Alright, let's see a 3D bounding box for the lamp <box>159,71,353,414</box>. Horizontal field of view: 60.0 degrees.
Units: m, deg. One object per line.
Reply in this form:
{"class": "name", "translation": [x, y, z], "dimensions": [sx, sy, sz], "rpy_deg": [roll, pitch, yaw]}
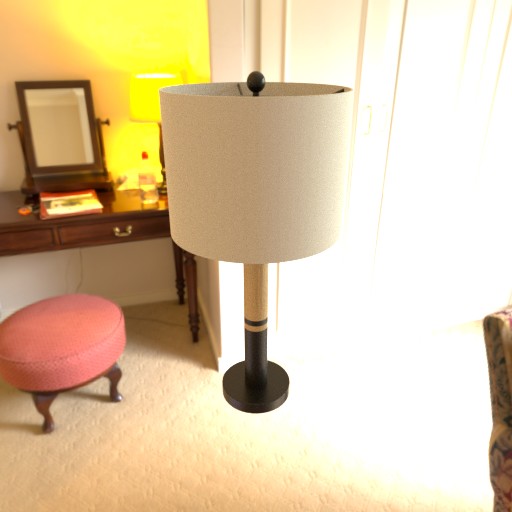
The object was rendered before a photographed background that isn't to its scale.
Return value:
{"class": "lamp", "translation": [0.000, 0.000, 0.831], "dimensions": [0.305, 0.640, 0.305], "rpy_deg": [17, 30, 32]}
